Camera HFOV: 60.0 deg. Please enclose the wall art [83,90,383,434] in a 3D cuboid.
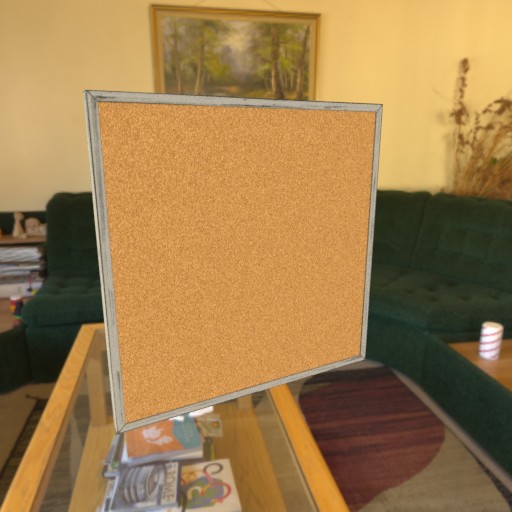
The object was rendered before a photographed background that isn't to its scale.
[{"bbox_3d":[0.000,0.000,1.134,0.761,0.761,0.037,-8,17,-28],"label":"wall art"}]
